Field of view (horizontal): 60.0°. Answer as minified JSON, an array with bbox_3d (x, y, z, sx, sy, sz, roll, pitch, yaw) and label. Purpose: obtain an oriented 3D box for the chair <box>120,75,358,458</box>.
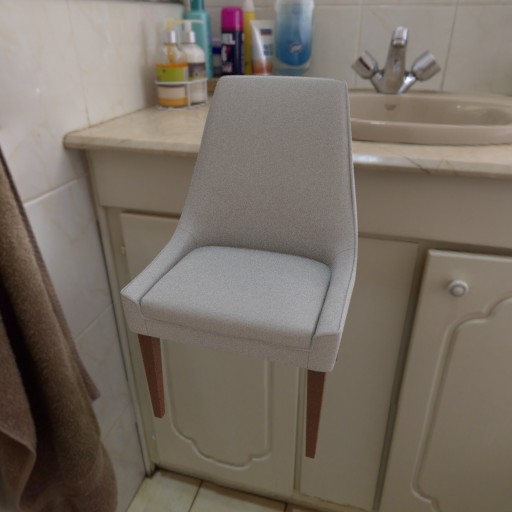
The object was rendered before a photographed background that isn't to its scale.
[{"bbox_3d":[0.000,0.000,1.196,0.529,0.861,0.544,8,28,16],"label":"chair"}]
